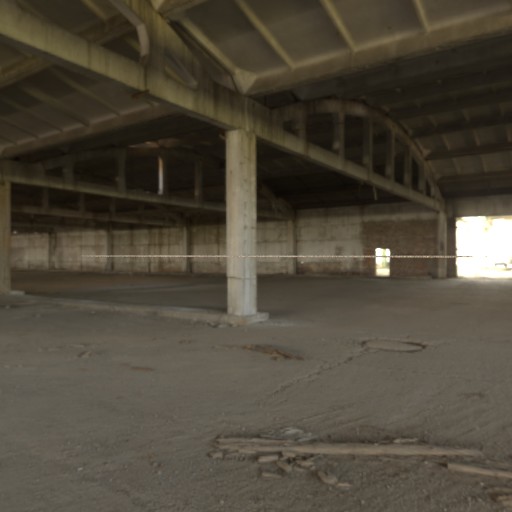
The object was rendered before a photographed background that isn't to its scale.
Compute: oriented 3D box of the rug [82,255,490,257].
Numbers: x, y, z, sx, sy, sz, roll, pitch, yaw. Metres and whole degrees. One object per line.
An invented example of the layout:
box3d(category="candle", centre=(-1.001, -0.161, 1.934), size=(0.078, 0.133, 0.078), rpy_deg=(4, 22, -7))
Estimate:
box3d(category="rug", centre=(0.000, 0.000, 2.678), size=(2.443, 0.009, 0.706), rpy_deg=(0, 0, 34))
